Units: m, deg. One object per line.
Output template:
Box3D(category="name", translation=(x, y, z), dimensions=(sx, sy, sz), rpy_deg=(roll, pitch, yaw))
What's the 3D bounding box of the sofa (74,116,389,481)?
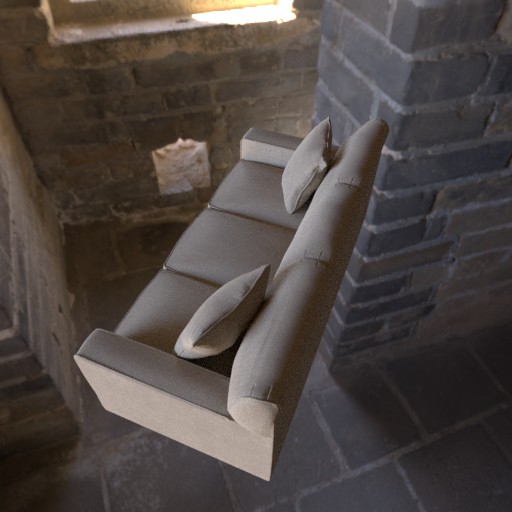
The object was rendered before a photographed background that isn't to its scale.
Box3D(category="sofa", translation=(0.000, 0.000, 2.557), dimensions=(0.997, 0.958, 2.024), rpy_deg=(17, 50, 15))
